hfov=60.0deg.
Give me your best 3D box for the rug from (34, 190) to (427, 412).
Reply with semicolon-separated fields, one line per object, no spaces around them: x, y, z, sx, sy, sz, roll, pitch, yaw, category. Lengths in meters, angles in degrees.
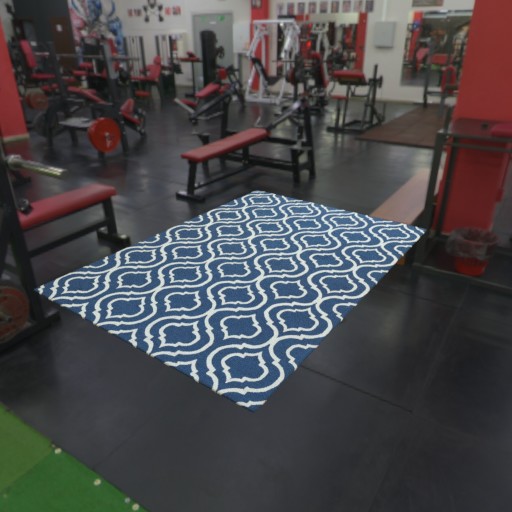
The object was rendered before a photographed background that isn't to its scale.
0.000;0.000;2.844;1.524;0.010;2.134;18;32;31;rug
